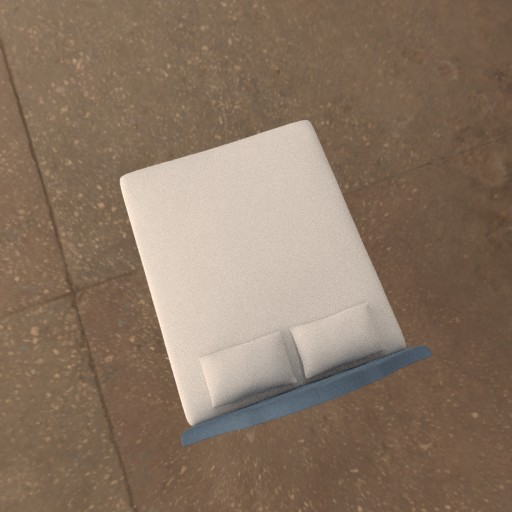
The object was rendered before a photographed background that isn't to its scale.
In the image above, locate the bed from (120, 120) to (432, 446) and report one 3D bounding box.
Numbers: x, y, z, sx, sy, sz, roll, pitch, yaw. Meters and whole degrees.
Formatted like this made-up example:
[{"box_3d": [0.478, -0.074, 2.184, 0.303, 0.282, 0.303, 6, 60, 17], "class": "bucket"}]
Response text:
[{"box_3d": [0.000, 0.000, 3.811, 2.039, 1.617, 2.477, -18, 75, -5], "class": "bed"}]
